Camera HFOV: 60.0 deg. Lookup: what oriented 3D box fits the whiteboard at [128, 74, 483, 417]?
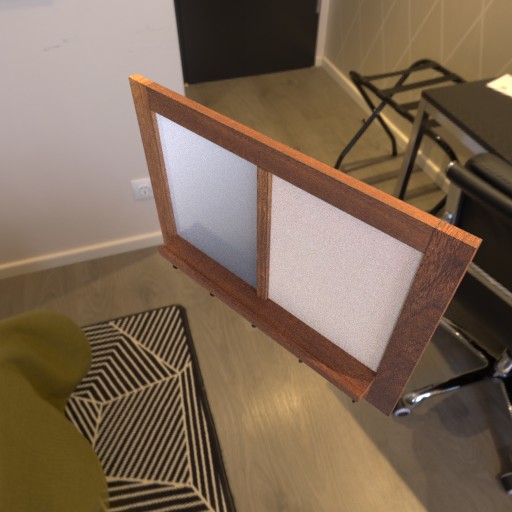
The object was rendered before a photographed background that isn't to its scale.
[{"bbox_3d":[0.000,0.000,0.985,0.783,0.559,0.083,33,55,27],"label":"whiteboard"}]
